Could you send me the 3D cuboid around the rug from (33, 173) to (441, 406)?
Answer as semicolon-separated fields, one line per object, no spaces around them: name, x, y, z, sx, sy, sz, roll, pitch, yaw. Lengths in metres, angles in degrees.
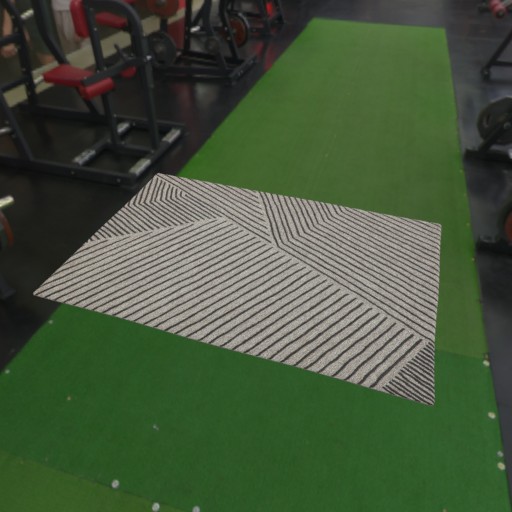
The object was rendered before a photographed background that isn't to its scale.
rug;0.000;0.000;2.340;1.842;0.019;1.237;12;41;14
